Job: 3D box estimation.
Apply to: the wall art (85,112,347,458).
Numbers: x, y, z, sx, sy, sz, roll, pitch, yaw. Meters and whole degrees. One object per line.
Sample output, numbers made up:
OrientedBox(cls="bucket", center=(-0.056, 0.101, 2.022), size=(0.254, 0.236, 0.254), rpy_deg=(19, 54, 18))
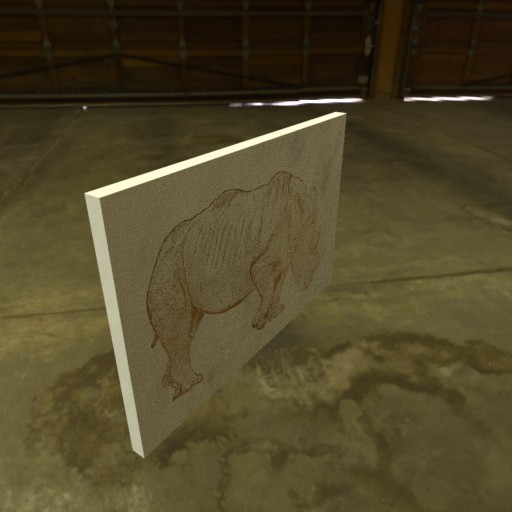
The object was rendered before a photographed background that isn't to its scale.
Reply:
OrientedBox(cls="wall art", center=(0.000, 0.000, 1.183), size=(0.038, 0.610, 0.915), rpy_deg=(18, 33, 31))
